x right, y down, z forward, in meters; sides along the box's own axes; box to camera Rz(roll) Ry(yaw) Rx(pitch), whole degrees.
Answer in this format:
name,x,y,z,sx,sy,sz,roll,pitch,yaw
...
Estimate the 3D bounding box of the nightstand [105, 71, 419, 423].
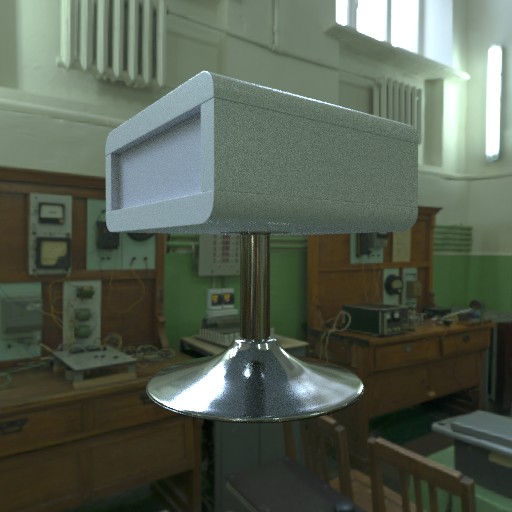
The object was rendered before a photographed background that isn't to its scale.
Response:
name,x,y,z,sx,sy,sz,roll,pitch,yaw
nightstand,0.000,0.000,0.784,0.404,0.447,0.399,-1,1,-36
